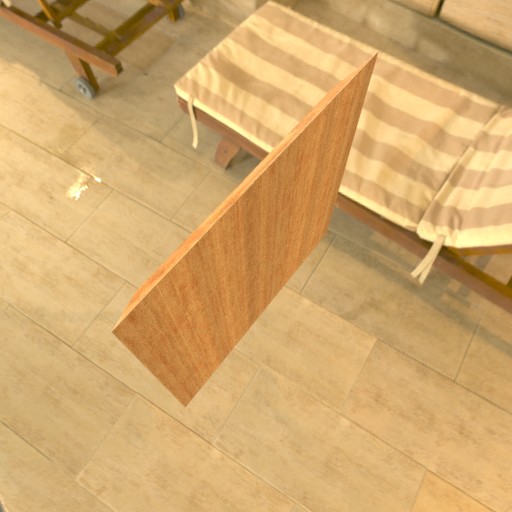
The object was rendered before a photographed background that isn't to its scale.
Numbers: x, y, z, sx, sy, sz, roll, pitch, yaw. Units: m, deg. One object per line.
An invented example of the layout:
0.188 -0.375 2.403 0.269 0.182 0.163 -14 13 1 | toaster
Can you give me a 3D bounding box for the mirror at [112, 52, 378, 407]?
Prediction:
0.000 0.000 0.969 0.047 0.651 0.651 35 68 16 | mirror
